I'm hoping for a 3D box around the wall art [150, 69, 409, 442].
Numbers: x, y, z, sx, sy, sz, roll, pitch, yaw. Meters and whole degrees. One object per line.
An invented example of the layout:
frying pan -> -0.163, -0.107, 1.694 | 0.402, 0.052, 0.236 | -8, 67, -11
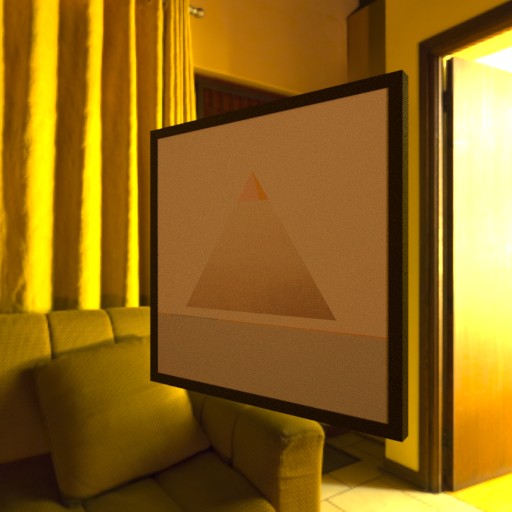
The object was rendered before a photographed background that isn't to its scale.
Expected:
wall art -> 0.000, 0.000, 0.767 | 0.513, 0.511, 0.028 | 0, 0, 36
